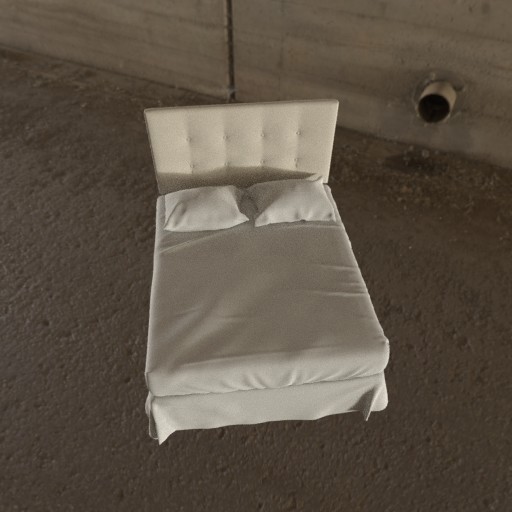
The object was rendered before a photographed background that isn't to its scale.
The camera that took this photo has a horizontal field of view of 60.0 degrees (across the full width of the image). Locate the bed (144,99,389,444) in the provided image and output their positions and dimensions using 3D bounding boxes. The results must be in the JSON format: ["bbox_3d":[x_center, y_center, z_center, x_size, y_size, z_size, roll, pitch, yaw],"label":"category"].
[{"bbox_3d":[0.000,0.000,3.557,1.936,1.577,2.222,-5,46,-4],"label":"bed"}]
